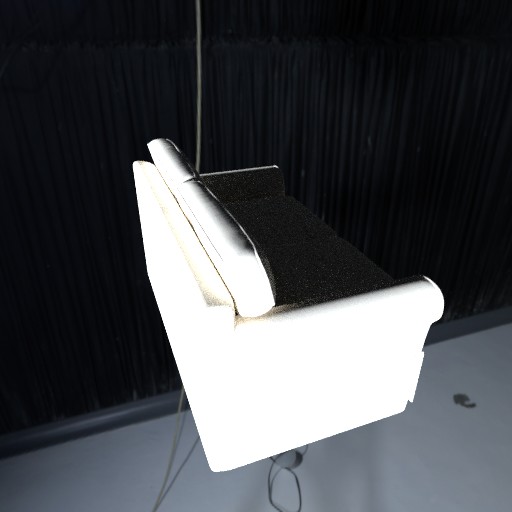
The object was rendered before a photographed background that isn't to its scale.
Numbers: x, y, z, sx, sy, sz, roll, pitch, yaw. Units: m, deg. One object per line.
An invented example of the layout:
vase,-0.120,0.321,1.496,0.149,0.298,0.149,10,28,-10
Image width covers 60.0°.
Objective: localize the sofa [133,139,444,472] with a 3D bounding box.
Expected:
sofa,0.000,0.000,2.337,0.991,0.940,1.727,-10,31,-18
